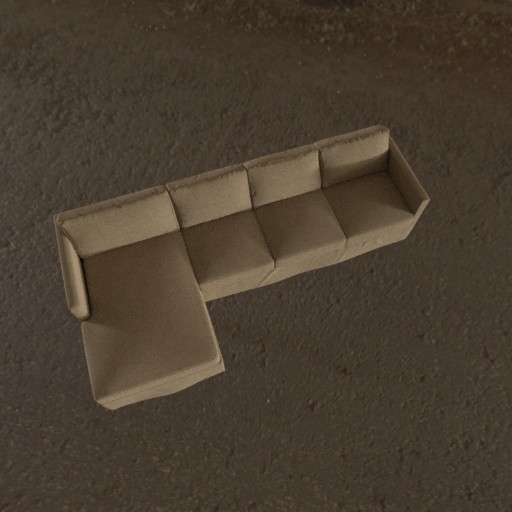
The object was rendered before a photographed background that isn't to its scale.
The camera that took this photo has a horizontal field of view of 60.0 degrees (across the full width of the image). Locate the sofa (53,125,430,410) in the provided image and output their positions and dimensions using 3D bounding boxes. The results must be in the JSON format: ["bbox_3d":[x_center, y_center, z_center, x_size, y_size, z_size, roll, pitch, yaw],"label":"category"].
[{"bbox_3d":[0.000,0.000,3.951,3.198,0.920,1.638,-17,64,-9],"label":"sofa"}]
